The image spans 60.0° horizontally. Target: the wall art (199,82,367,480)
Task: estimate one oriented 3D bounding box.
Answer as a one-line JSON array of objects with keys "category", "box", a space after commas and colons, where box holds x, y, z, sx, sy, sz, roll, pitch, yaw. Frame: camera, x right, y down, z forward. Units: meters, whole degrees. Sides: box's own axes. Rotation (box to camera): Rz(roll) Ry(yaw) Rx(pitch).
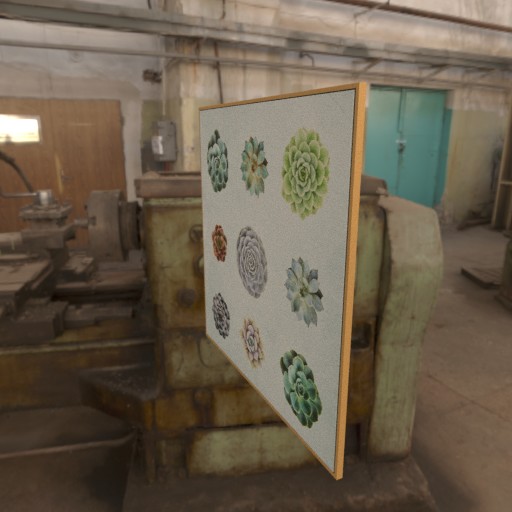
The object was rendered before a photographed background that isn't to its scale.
[{"category": "wall art", "box": [0.000, 0.000, 0.979, 0.014, 0.655, 0.657, -8, 17, -26]}]
